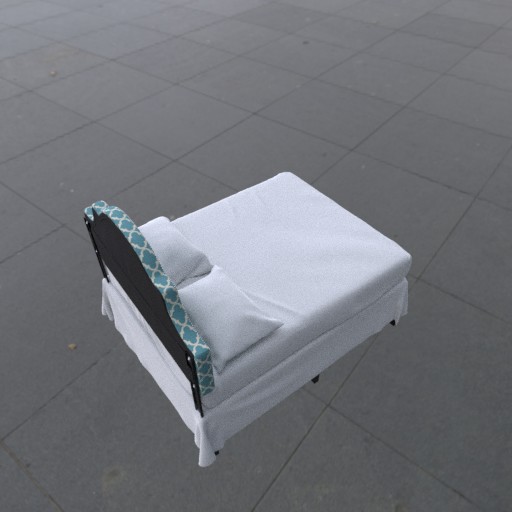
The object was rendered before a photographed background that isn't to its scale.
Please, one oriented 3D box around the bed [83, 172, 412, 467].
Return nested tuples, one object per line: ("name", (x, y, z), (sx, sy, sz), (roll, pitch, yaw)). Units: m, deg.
("bed", (0.000, 0.000, 3.481), (2.222, 1.633, 1.780), (-28, 50, -26))
